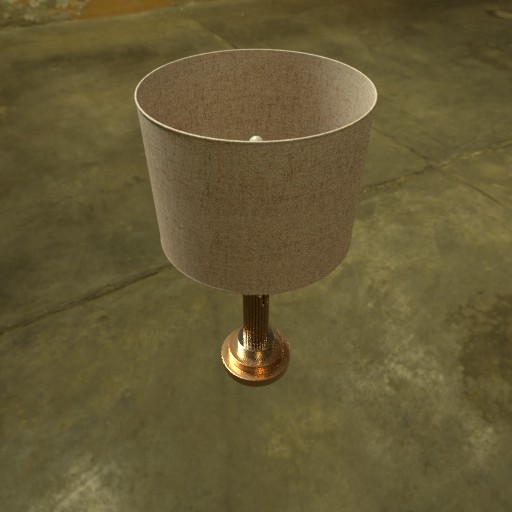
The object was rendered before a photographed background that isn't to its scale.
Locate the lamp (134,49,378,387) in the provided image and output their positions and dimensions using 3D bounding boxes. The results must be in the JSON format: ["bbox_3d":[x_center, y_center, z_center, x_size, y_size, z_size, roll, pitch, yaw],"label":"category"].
[{"bbox_3d":[0.000,0.000,0.799,0.321,0.610,0.321,10,42,11],"label":"lamp"}]
